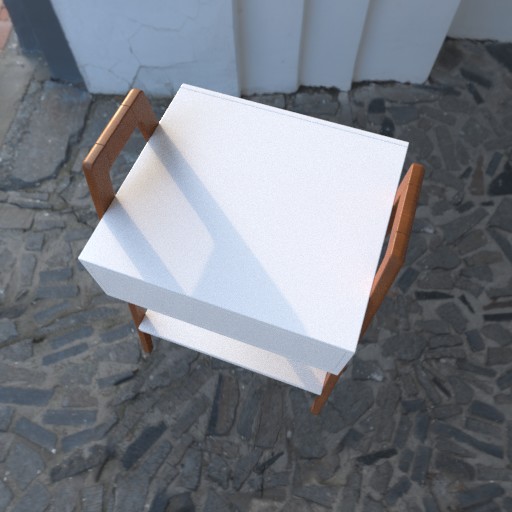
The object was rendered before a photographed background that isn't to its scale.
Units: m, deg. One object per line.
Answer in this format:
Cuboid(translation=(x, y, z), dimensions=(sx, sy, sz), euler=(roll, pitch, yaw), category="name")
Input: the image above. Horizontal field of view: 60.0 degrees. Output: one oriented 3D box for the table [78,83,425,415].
Cuboid(translation=(0.000, 0.000, 0.890), dimensions=(0.457, 0.610, 0.405), euler=(18, 65, 9), category="table")
